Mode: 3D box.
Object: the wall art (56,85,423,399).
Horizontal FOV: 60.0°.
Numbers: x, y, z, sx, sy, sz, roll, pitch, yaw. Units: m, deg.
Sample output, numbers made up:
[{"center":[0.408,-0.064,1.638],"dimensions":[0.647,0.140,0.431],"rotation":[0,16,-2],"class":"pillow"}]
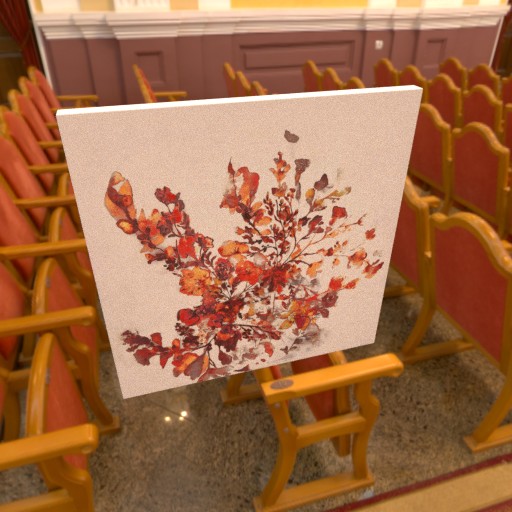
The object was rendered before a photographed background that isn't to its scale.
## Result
[{"center":[0.000,0.000,1.099],"dimensions":[0.757,0.757,0.037],"rotation":[-9,34,-14],"class":"wall art"}]
